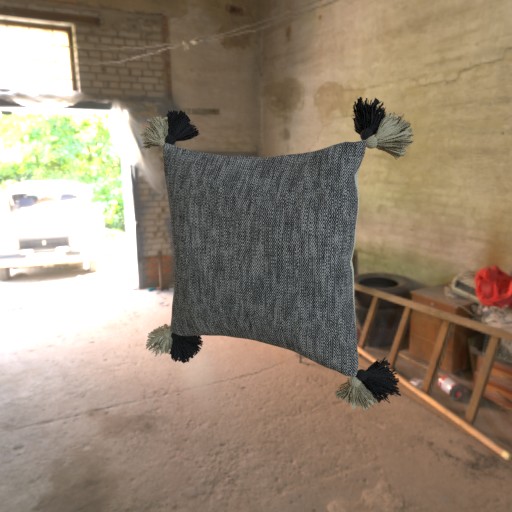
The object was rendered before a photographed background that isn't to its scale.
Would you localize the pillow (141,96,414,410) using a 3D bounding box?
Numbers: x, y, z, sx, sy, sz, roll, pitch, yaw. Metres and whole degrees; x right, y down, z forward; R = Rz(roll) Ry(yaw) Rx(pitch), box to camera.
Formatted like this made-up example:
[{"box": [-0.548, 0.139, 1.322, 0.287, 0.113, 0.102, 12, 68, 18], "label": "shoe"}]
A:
[{"box": [0.000, 0.000, 0.986, 0.654, 0.659, 0.170, 6, 14, 25], "label": "pillow"}]
